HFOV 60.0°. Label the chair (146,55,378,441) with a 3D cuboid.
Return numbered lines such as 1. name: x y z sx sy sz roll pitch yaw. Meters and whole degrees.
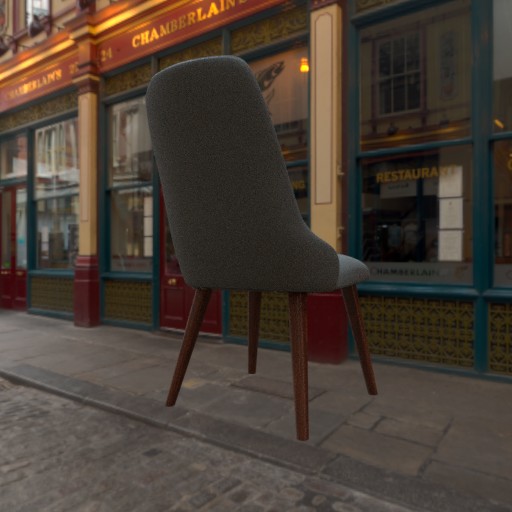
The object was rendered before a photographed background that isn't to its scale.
1. chair: 0.000 0.000 1.349 0.535 0.918 0.707 -1 -1 35
